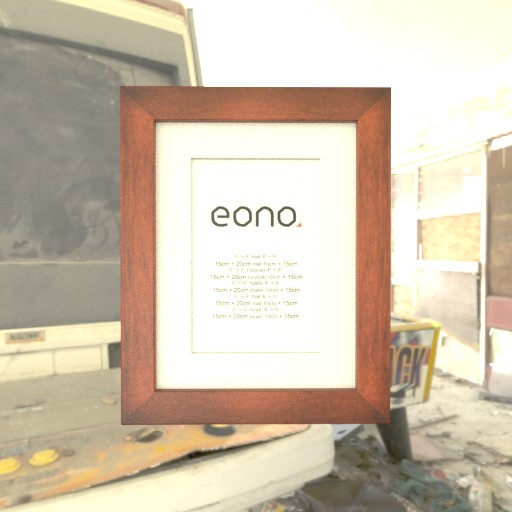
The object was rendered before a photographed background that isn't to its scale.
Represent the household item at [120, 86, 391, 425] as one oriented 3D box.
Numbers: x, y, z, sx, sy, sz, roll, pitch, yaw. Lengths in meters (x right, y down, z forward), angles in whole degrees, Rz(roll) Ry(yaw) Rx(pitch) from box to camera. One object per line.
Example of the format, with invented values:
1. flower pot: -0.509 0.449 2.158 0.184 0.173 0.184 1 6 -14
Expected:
1. household item: 0.000 0.000 0.338 0.200 0.250 0.020 0 1 -1
